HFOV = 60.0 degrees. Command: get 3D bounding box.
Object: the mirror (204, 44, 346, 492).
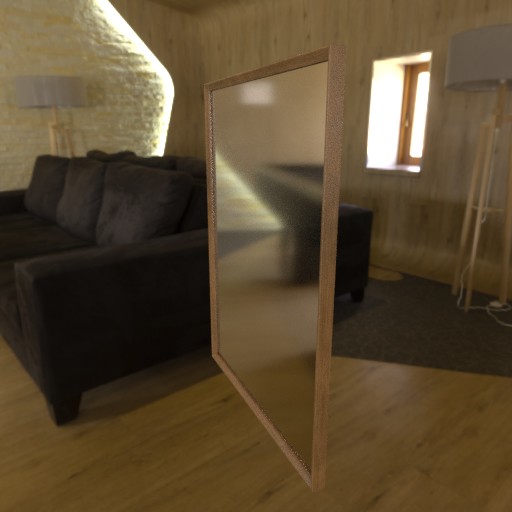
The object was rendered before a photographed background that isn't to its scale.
[{"bbox_3d":[0.000,0.000,1.303,0.041,1.016,0.762,-7,17,-23],"label":"mirror"}]
